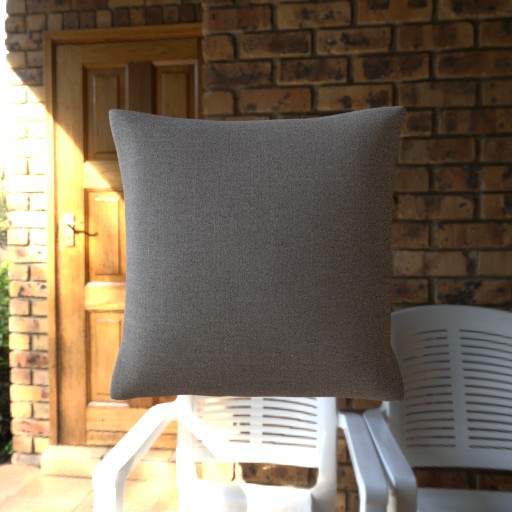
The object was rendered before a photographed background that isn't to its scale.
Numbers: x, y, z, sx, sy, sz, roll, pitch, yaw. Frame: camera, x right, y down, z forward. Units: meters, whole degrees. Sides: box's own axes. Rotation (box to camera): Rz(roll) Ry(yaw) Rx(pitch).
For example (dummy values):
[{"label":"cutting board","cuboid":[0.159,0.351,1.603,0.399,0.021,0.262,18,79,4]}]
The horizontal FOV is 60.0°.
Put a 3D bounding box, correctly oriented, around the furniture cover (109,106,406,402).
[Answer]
[{"label":"furniture cover","cuboid":[0.000,0.000,0.760,0.511,0.503,0.162,0,2,1]}]
